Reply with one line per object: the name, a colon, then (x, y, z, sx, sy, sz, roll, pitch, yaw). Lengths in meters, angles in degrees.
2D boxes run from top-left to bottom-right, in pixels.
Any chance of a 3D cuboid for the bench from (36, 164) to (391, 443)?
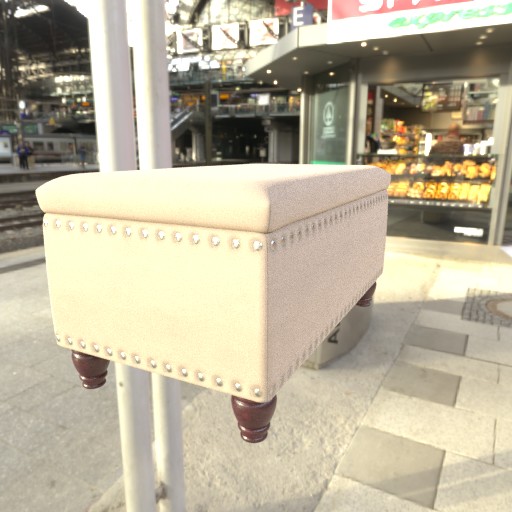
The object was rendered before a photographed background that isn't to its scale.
bench: (0.000, 0.000, 1.159, 0.500, 0.449, 0.887, 7, 15, 26)
